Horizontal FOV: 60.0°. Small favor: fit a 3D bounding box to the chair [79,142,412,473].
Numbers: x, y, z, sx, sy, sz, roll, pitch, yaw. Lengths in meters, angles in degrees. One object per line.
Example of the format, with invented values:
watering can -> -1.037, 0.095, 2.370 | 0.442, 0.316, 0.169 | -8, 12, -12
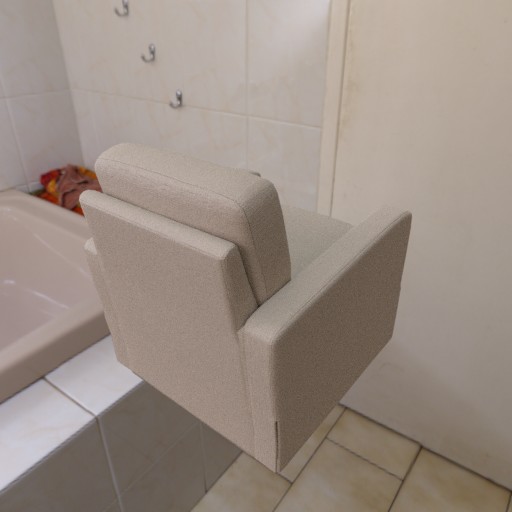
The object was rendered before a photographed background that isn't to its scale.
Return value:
chair -> 0.000, 0.000, 1.499 | 0.755, 0.827, 0.888 | 21, 35, 33
